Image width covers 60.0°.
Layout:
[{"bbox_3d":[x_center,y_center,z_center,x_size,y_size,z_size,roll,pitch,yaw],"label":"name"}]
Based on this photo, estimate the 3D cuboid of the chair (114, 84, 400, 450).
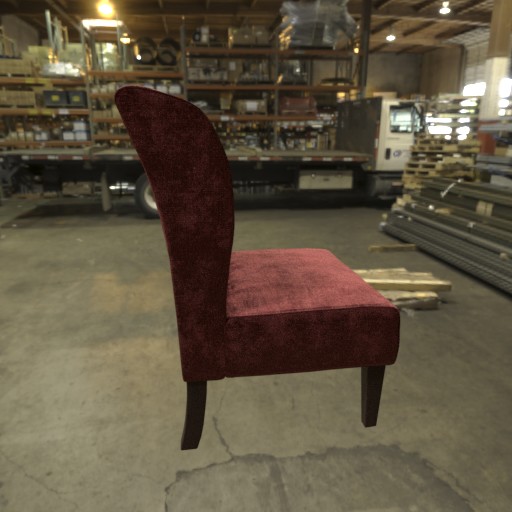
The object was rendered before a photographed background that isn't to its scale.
[{"bbox_3d":[0.000,0.000,1.230,0.640,0.846,0.538,-2,16,-8],"label":"chair"}]
